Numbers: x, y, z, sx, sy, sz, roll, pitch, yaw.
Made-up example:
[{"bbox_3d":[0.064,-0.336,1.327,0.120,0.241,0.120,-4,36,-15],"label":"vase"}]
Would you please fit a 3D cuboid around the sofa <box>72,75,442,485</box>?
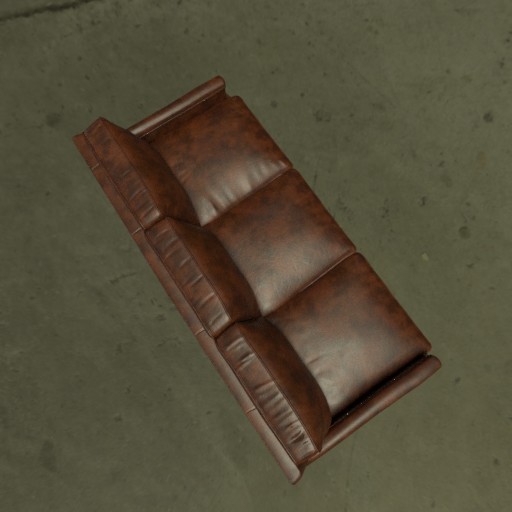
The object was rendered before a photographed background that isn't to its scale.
[{"bbox_3d":[0.000,0.000,2.678,1.084,1.003,2.240,-33,77,-9],"label":"sofa"}]
